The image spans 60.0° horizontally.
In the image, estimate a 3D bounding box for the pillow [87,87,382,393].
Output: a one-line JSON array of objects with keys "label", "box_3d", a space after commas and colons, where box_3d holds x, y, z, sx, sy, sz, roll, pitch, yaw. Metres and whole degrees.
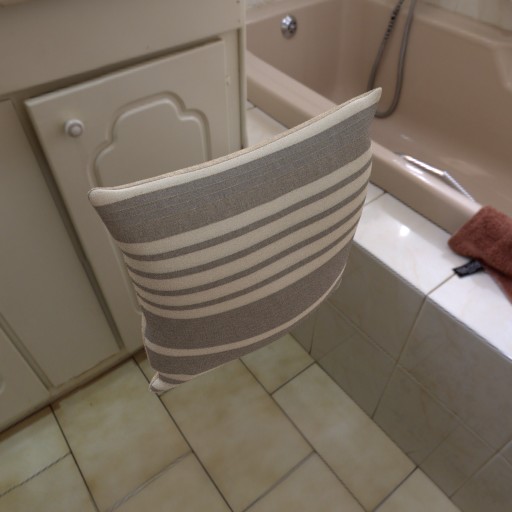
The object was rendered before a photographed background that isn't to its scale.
[{"label": "pillow", "box_3d": [0.000, 0.000, 0.692, 0.439, 0.440, 0.182, -27, 52, -23]}]
